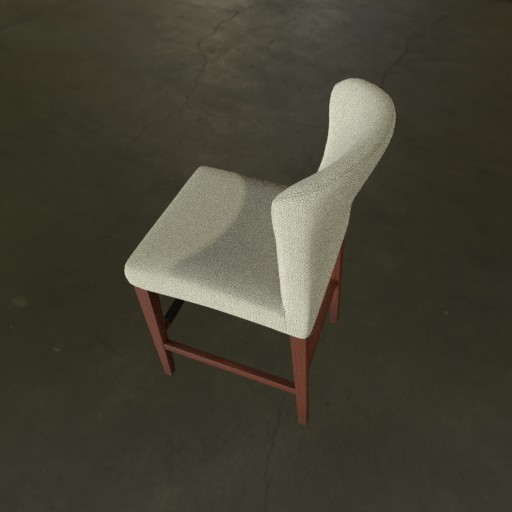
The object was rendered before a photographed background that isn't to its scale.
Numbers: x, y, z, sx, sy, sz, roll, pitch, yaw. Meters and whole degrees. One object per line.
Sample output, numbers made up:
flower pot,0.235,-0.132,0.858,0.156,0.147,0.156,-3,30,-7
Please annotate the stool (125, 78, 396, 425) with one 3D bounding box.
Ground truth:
stool,0.000,0.000,1.267,0.568,0.969,0.481,15,49,14
